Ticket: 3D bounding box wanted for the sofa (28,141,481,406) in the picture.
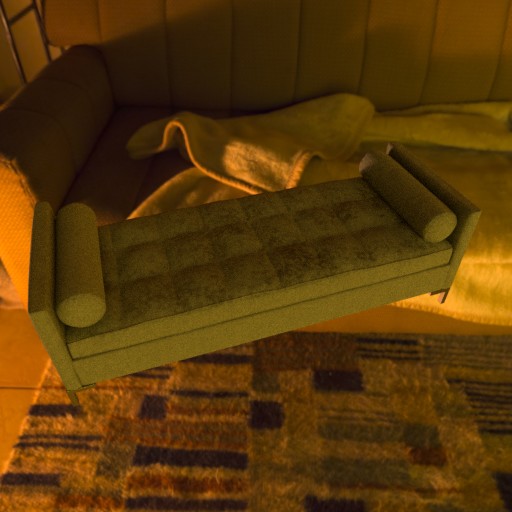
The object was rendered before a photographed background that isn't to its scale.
[{"bbox_3d":[0.000,0.000,2.395,2.102,0.657,0.797,-13,43,-14],"label":"sofa"}]
